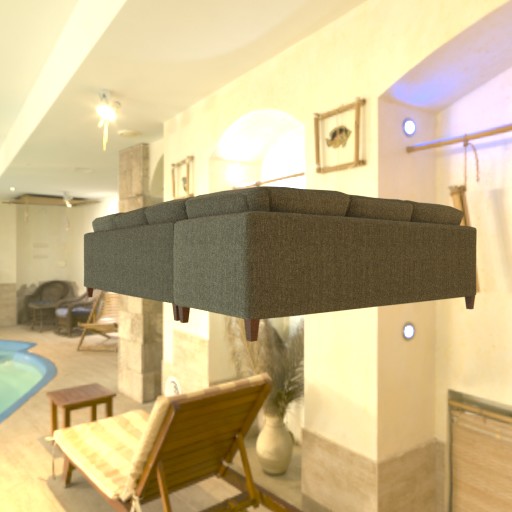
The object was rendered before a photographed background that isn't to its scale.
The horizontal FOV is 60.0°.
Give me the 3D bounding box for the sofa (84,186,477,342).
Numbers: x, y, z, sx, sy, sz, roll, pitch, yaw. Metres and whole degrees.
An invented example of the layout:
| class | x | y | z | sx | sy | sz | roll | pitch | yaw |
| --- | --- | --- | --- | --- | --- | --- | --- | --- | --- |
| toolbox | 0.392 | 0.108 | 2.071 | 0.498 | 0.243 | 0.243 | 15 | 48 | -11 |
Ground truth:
| class | x | y | z | sx | sy | sz | roll | pitch | yaw |
| --- | --- | --- | --- | --- | --- | --- | --- | --- | --- |
| sofa | 0.000 | 0.000 | 4.536 | 2.593 | 0.947 | 3.302 | 0 | 0 | -37 |
